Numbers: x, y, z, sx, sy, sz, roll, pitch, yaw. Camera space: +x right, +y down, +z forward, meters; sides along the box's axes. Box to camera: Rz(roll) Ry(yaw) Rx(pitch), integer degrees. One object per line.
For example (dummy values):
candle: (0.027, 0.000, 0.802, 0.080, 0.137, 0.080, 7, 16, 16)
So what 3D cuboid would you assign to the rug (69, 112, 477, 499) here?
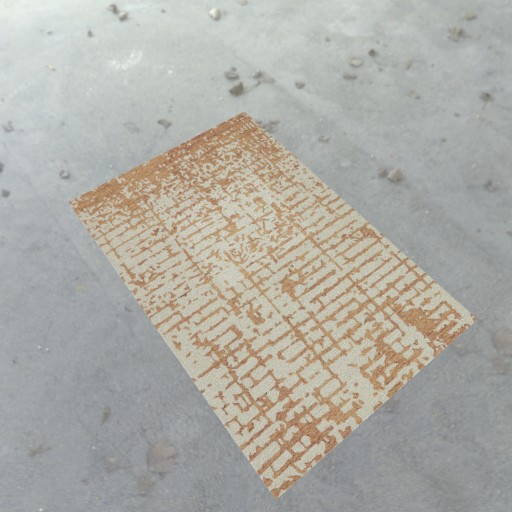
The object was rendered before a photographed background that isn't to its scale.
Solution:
rug: (0.000, 0.000, 2.271, 1.219, 0.011, 1.829, -33, 64, -19)
